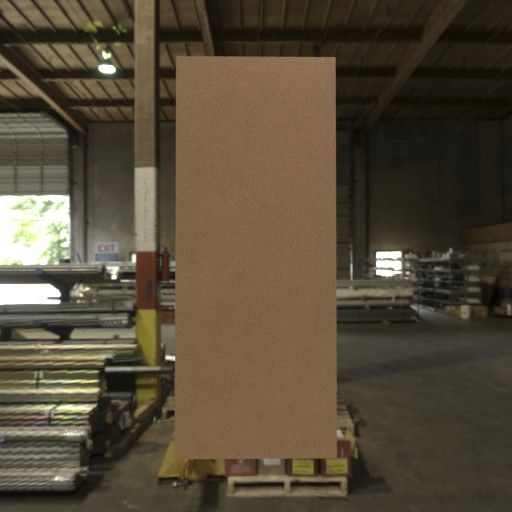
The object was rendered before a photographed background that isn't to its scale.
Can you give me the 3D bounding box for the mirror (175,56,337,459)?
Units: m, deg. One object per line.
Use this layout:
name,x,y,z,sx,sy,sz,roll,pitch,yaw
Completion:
mirror,0.000,0.000,2.252,0.812,2.031,0.026,0,-1,-1
